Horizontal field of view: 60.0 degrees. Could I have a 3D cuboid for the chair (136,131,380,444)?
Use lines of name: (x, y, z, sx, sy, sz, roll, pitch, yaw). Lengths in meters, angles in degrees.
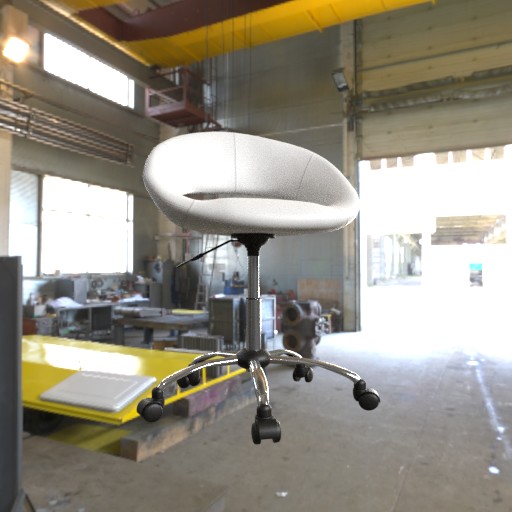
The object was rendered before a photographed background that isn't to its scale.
chair: (0.000, 0.000, 1.182, 0.612, 0.791, 0.538, 0, -2, -18)
